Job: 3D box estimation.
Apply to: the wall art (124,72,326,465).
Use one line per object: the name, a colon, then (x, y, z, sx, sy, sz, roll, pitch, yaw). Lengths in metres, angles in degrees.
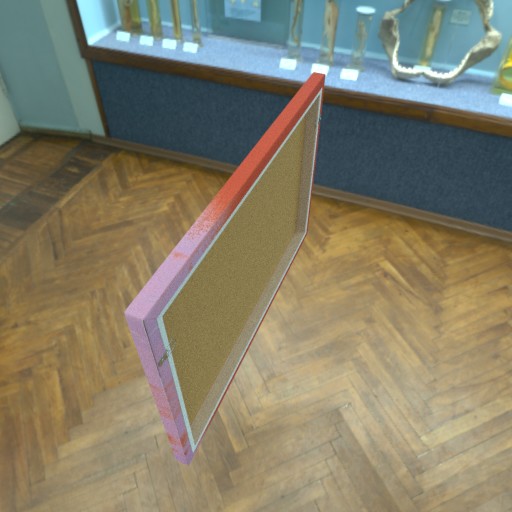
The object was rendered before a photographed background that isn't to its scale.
wall art: (0.000, 0.000, 1.165, 0.040, 0.609, 0.913, 17, 48, 16)
